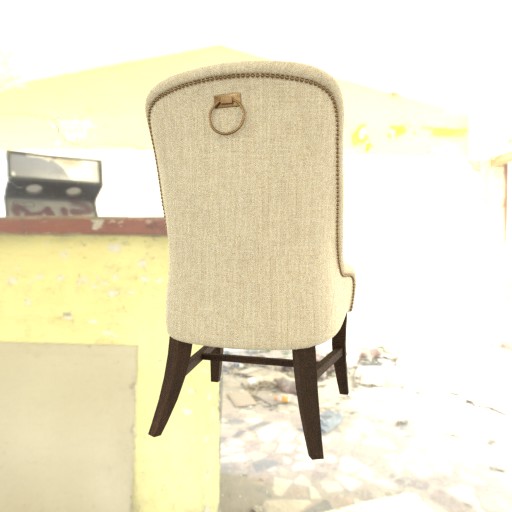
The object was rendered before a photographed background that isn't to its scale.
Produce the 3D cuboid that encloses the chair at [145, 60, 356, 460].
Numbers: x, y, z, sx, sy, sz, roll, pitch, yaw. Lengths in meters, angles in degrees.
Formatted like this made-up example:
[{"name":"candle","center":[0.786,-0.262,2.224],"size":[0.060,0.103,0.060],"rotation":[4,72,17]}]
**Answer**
[{"name":"chair","center":[0.000,0.000,1.517],"size":[0.634,1.091,0.629],"rotation":[0,2,17]}]
